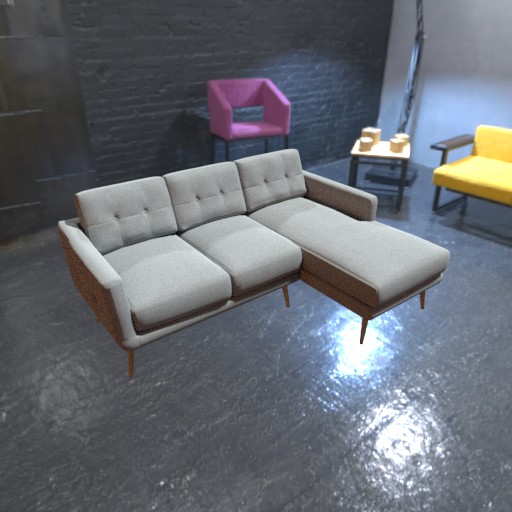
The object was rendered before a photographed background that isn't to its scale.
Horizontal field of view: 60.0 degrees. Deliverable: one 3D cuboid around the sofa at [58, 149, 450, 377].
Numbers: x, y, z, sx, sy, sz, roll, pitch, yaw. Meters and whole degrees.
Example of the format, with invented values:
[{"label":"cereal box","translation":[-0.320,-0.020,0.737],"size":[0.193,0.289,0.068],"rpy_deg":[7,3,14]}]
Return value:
[{"label":"sofa","translation":[0.000,0.000,2.849],"size":[2.040,0.860,1.530],"rpy_deg":[-20,34,-32]}]
